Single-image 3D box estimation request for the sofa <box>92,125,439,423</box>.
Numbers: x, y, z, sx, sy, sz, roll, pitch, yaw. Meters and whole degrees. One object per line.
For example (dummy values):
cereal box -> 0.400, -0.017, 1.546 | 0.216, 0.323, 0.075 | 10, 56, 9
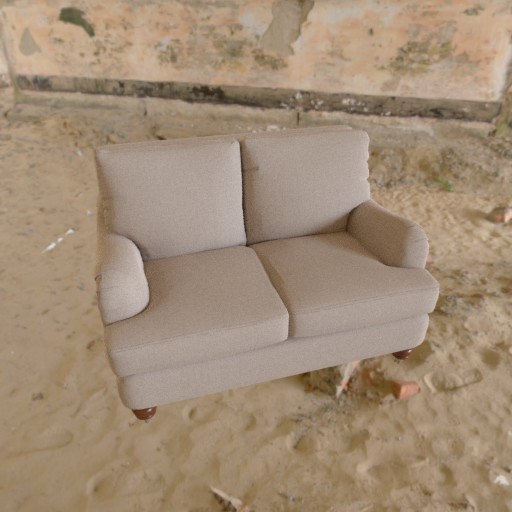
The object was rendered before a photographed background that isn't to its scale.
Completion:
sofa -> 0.000, 0.000, 2.238 | 1.508, 1.048, 1.087 | -9, 33, -14
